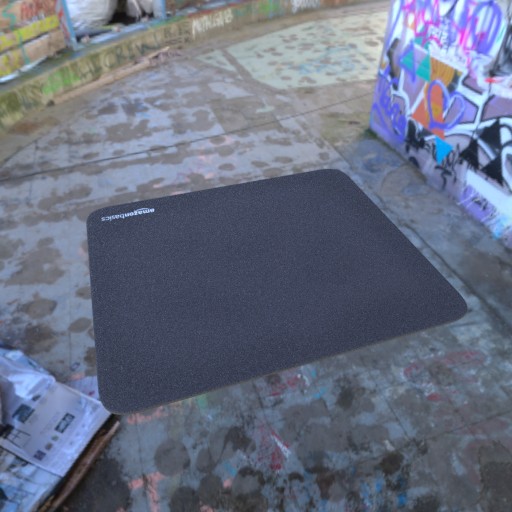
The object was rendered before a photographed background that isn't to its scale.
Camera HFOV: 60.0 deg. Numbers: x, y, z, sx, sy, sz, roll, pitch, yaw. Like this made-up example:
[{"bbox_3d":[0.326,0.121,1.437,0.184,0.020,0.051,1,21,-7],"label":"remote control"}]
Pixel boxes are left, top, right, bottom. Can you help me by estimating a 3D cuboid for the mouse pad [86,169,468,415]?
[{"bbox_3d":[0.000,0.000,0.347,0.249,0.002,0.211,-12,42,-14],"label":"mouse pad"}]
